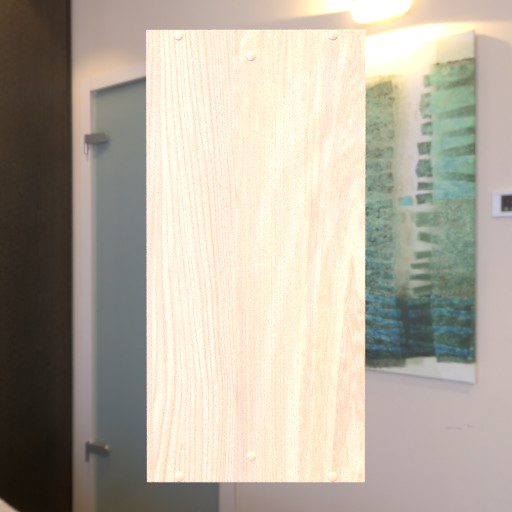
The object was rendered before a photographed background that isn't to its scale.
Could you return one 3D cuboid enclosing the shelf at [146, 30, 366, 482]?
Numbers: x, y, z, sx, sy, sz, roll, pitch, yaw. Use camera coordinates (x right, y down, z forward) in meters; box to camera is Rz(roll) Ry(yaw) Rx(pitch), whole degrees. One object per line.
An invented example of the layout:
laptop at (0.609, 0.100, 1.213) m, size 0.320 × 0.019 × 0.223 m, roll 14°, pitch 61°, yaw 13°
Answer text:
shelf at (0.000, 0.000, 0.761) m, size 0.290 × 0.600 × 0.350 m, roll 0°, pitch 1°, yaw 0°
